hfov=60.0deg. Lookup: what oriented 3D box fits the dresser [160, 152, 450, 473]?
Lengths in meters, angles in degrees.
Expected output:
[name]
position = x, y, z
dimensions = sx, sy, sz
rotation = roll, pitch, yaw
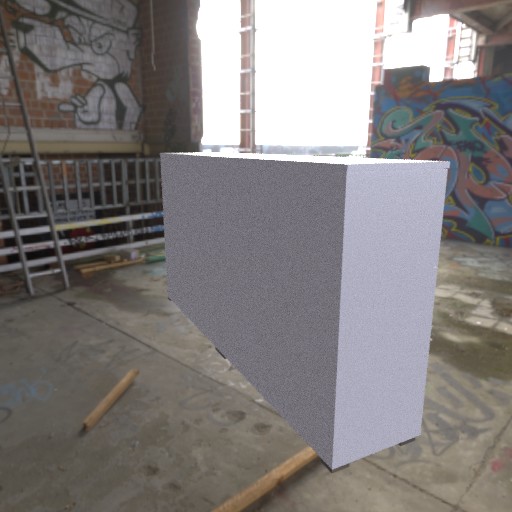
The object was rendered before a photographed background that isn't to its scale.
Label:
[dresser]
position = 0.000, 0.000, 1.791
dimensions = 0.333, 0.790, 1.535
rotation = -7, 16, -26
